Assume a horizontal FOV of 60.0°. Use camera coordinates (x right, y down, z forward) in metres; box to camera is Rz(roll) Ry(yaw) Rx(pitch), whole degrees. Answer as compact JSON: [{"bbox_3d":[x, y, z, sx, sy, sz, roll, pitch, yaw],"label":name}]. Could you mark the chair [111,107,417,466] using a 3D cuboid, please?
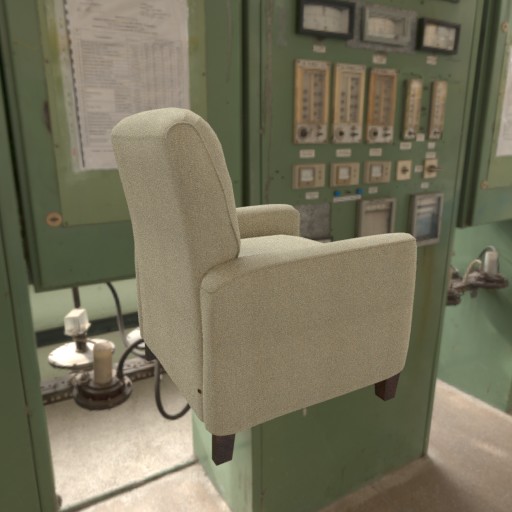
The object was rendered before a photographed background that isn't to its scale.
[{"bbox_3d":[0.000,0.000,1.635,0.853,1.006,0.850,-8,17,-28],"label":"chair"}]
